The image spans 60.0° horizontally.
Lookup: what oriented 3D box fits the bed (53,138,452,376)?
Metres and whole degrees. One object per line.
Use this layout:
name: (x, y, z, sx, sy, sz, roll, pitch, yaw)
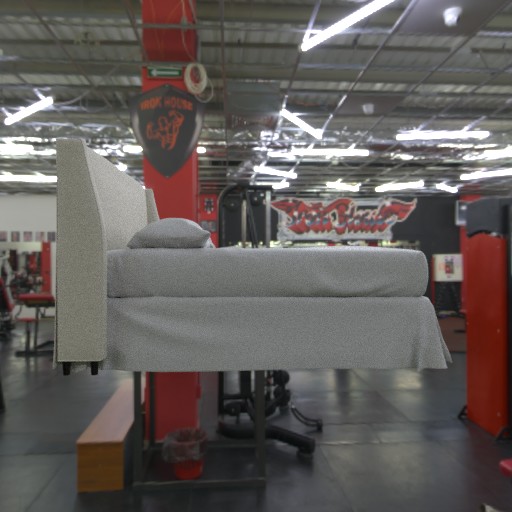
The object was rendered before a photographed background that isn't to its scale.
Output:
bed: (0.000, 0.000, 3.393, 2.276, 1.332, 1.925, 0, 0, -1)
